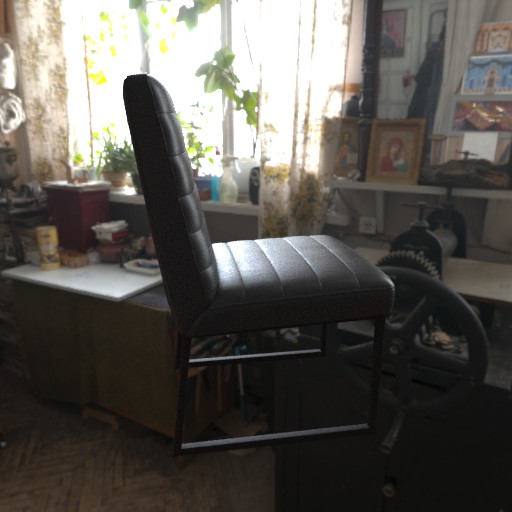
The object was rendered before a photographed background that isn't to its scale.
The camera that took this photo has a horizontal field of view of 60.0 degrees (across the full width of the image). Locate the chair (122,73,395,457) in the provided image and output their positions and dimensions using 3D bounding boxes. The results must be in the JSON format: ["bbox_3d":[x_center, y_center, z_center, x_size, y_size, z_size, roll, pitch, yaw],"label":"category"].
[{"bbox_3d":[0.000,0.000,1.278,0.634,0.930,0.520,-3,16,-9],"label":"chair"}]
